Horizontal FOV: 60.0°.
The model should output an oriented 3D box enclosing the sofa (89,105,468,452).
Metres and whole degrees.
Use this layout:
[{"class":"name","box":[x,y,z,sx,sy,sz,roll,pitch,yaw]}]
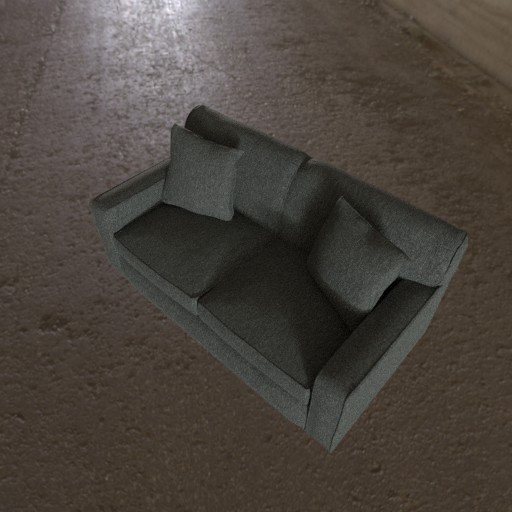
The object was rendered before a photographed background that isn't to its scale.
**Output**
[{"class":"sofa","box":[0.000,0.000,2.521,1.846,0.958,0.998,33,55,28]}]
